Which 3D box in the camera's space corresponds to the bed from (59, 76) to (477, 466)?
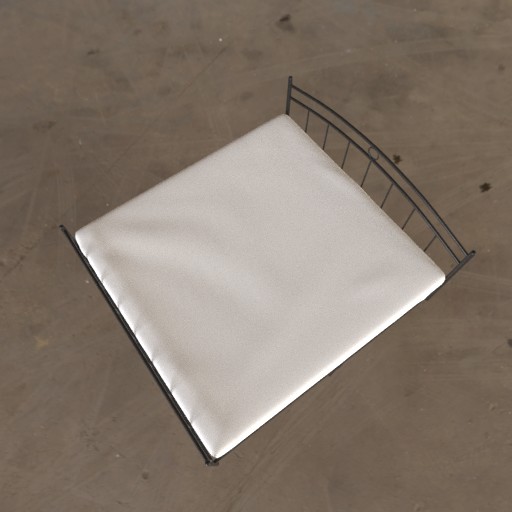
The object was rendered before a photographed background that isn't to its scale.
[{"bbox_3d":[0.000,0.000,3.159,2.040,0.940,1.880,-33,69,-15],"label":"bed"}]
